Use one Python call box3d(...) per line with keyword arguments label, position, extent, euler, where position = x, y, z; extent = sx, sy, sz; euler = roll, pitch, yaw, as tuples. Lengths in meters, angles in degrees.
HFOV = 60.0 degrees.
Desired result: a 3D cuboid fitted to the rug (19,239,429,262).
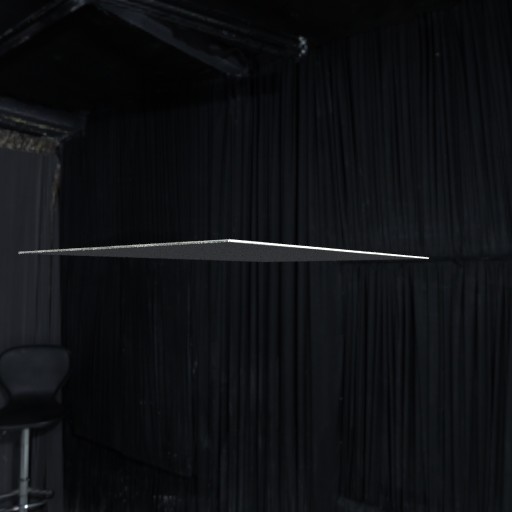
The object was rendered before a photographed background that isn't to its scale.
box3d(label="rug", position=(0.000, 0.000, 2.268), extent=(1.202, 0.006, 1.813), euler=(-2, -3, 37))
